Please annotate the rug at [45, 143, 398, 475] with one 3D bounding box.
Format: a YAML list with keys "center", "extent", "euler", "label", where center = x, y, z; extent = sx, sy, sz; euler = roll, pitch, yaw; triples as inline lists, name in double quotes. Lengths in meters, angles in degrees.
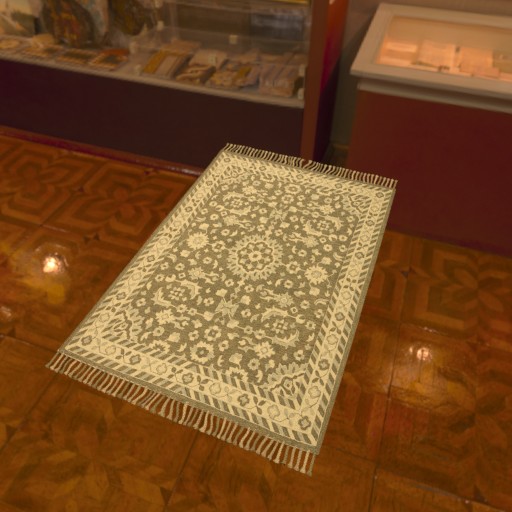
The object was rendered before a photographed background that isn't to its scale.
- center: [0.000, 0.000, 3.005]
  extent: [1.530, 0.025, 2.431]
  euler: [16, 48, 15]
  label: "rug"
